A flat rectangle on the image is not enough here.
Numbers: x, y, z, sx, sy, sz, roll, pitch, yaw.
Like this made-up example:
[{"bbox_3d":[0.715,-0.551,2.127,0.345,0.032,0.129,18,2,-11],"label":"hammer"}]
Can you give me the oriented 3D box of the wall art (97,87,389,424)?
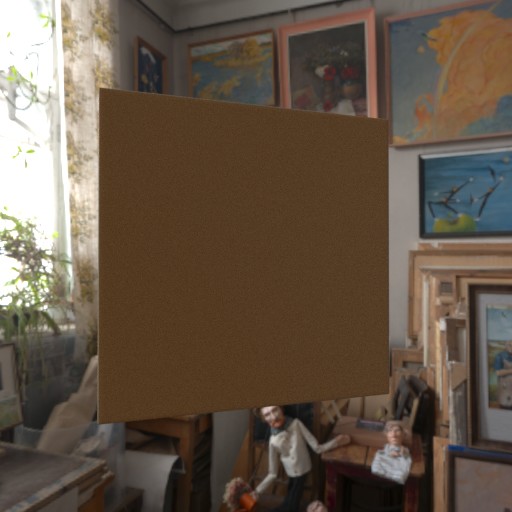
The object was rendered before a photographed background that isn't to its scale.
[{"bbox_3d":[0.000,0.000,1.920,1.287,1.288,0.078,0,-1,-18],"label":"wall art"}]
